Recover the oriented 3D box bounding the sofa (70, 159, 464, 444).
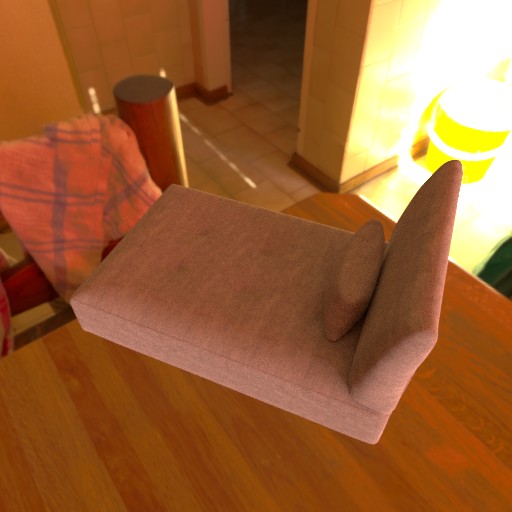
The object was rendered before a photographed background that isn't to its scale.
[{"bbox_3d":[0.000,0.000,1.950,1.450,0.820,0.930,17,49,15],"label":"sofa"}]
